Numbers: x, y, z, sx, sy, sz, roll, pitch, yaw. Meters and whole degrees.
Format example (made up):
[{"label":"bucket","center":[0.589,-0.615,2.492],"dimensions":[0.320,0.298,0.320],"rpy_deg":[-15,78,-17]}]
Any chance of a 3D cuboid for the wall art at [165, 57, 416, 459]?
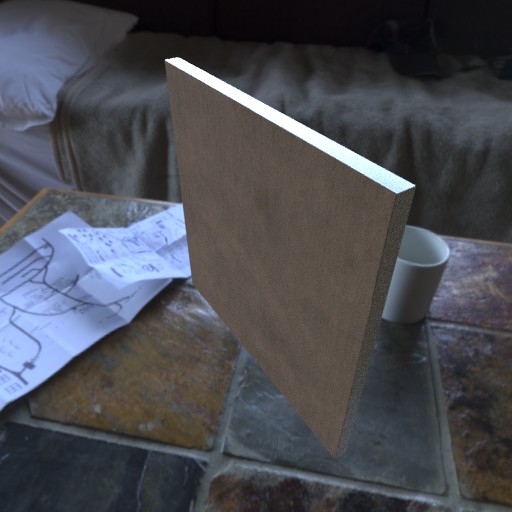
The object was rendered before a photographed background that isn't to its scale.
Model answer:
[{"label":"wall art","center":[0.000,0.000,0.660],"dimensions":[0.023,0.453,0.455],"rpy_deg":[-23,45,-25]}]
